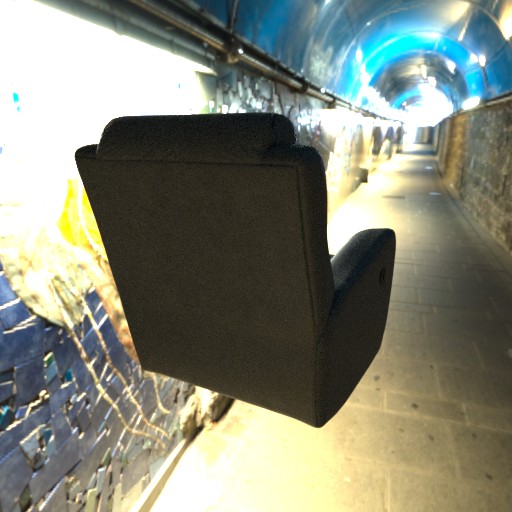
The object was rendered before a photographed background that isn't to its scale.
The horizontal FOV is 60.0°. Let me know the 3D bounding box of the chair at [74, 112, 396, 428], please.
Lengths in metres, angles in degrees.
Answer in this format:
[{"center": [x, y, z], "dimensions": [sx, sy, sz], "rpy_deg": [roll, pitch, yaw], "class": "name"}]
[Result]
[{"center": [0.000, 0.000, 1.872], "dimensions": [0.965, 1.116, 1.068], "rpy_deg": [9, 18, 28], "class": "chair"}]
